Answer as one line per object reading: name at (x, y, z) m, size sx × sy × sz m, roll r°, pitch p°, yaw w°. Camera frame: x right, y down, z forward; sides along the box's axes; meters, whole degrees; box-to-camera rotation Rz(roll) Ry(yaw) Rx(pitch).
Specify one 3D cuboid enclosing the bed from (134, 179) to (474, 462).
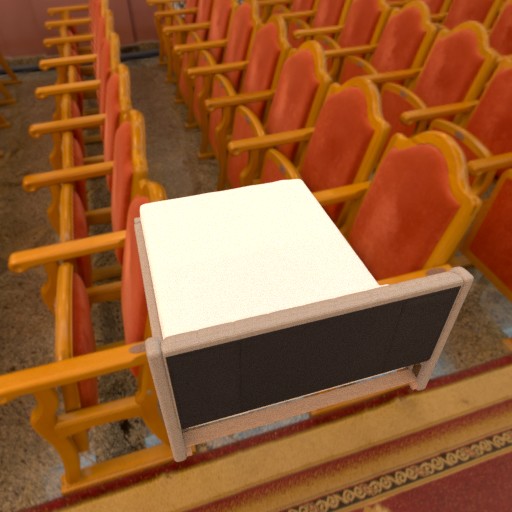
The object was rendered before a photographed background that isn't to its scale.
bed at (0.000, 0.000, 3.232) m, size 1.656 × 1.147 × 2.232 m, roll -11°, pitch 42°, yaw -13°
